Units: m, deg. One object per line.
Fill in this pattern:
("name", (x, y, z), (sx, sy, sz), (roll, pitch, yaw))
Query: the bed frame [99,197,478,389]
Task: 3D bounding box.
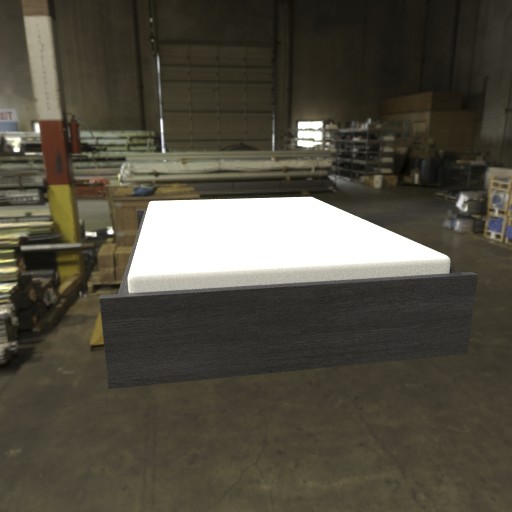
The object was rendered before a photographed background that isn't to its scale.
("bed frame", (0.000, 0.000, 2.652), (1.490, 0.432, 1.950), (-3, 16, -10))
